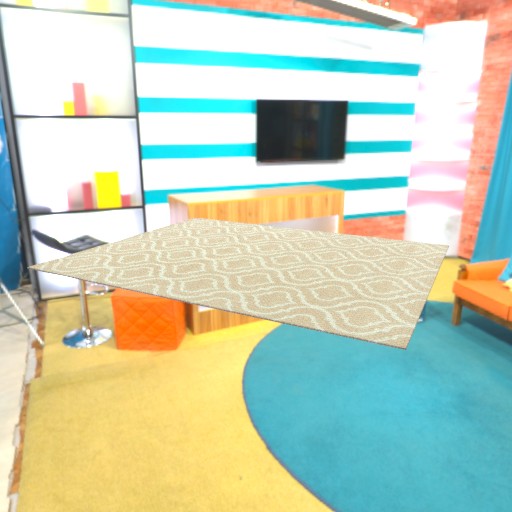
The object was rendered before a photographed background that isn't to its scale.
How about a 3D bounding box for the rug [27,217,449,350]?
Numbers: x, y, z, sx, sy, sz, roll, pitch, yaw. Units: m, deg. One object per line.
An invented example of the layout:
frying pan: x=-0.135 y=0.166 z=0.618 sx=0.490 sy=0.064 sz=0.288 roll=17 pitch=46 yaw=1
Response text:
rug: x=0.000 y=0.000 z=3.835 sx=2.894 sy=0.013 sz=2.286 roll=8 pitch=18 yaw=27
